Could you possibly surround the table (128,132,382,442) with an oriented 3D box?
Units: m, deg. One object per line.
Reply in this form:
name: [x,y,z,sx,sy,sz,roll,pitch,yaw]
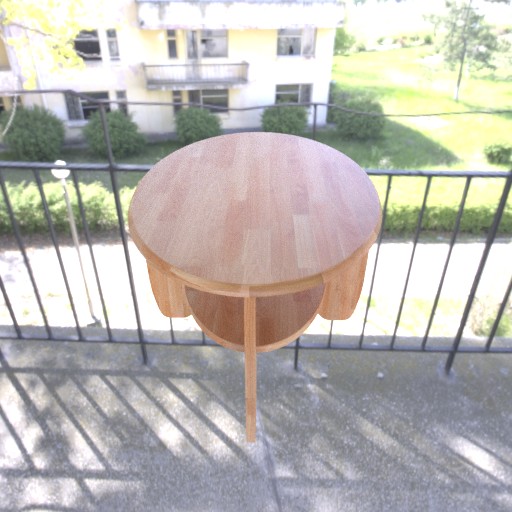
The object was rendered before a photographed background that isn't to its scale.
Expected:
table: [0.000,0.000,1.380,0.690,0.490,1.040,1,32,1]
